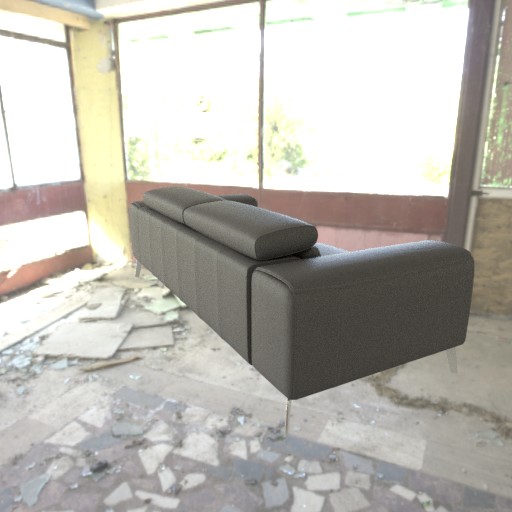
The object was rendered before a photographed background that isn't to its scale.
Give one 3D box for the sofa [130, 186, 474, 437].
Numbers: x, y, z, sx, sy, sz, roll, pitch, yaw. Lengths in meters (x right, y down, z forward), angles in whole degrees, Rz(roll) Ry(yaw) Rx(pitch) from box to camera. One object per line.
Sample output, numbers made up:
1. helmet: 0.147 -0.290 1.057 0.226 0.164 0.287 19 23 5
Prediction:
1. sofa: 0.000 0.000 2.775 1.023 0.759 2.321 -8 17 -28
